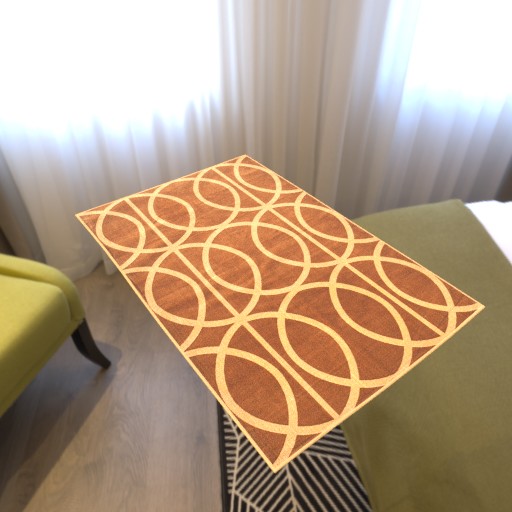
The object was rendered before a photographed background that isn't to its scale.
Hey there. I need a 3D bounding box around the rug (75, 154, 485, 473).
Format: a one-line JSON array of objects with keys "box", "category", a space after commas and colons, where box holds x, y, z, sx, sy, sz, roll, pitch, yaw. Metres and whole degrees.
[{"box": [0.000, 0.000, 2.830, 1.526, 0.014, 2.290, -26, 47, -28], "category": "rug"}]
